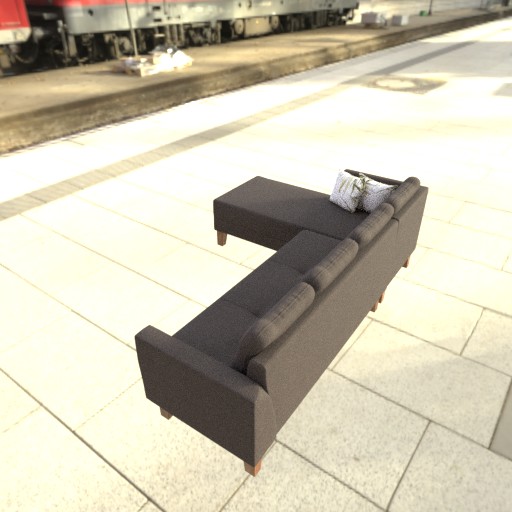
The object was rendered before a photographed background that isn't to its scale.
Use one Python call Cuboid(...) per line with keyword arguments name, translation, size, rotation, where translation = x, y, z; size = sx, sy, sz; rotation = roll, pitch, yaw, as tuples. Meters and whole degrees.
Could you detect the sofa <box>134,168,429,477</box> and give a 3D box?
Cuboid(name="sofa", translation=(0.000, 0.000, 3.504), size=(1.829, 0.932, 2.679), rotation=(20, 37, 29))
